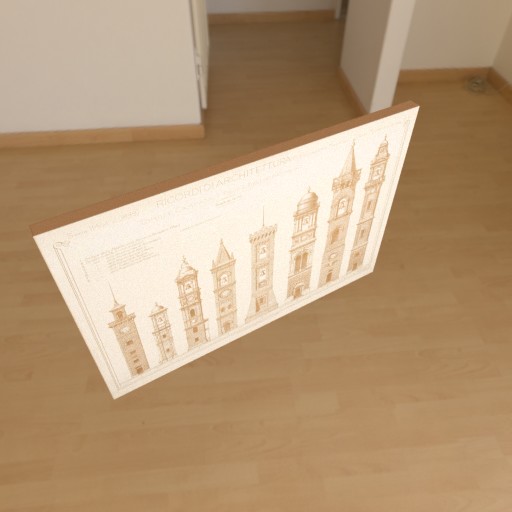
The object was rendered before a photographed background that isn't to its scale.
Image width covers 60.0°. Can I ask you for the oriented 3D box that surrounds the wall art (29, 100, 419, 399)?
[{"bbox_3d":[0.000,0.000,1.155,0.915,0.608,0.033,-23,50,-21],"label":"wall art"}]
